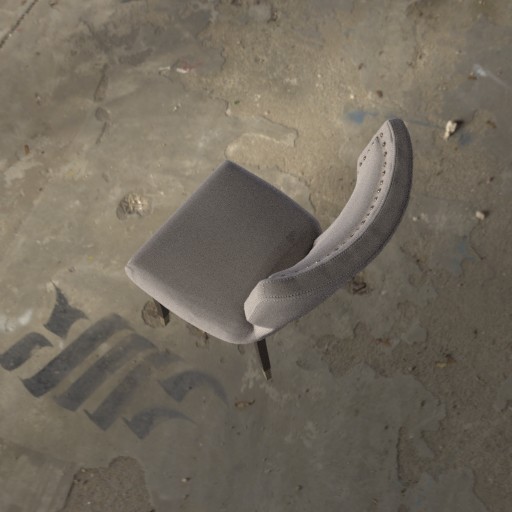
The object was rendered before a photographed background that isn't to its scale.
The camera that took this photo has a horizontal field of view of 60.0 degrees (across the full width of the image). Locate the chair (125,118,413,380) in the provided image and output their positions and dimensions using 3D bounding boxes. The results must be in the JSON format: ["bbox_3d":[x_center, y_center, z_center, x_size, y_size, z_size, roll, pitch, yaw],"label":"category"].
[{"bbox_3d":[0.000,0.000,1.313,0.630,0.950,0.526,33,68,15],"label":"chair"}]
